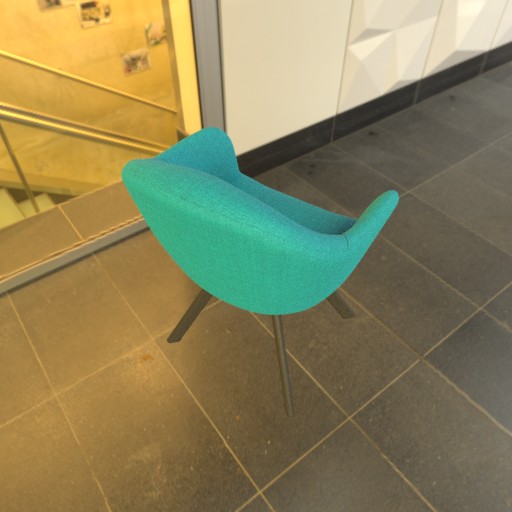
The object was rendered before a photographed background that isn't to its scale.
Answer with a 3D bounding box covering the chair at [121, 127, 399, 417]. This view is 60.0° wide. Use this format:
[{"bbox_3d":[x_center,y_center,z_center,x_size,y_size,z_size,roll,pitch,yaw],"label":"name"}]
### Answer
[{"bbox_3d":[0.000,0.000,1.227,0.590,0.795,0.550,25,51,22],"label":"chair"}]
